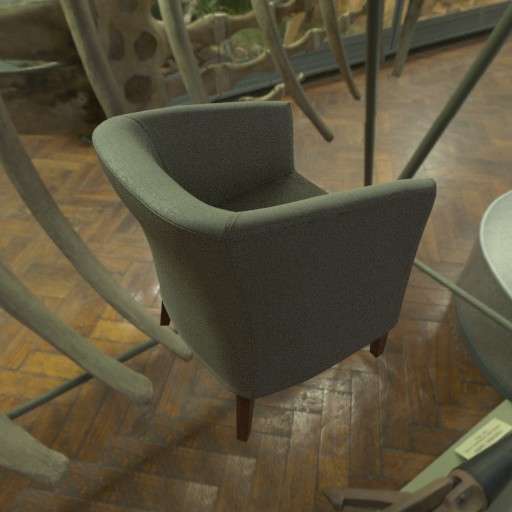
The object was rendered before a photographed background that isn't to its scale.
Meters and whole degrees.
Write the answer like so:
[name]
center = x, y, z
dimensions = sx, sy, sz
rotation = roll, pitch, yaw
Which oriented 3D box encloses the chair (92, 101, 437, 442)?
[chair]
center = 0.000, 0.000, 1.237
dimensions = 0.668, 0.771, 0.600
rotation = -24, 47, -25
